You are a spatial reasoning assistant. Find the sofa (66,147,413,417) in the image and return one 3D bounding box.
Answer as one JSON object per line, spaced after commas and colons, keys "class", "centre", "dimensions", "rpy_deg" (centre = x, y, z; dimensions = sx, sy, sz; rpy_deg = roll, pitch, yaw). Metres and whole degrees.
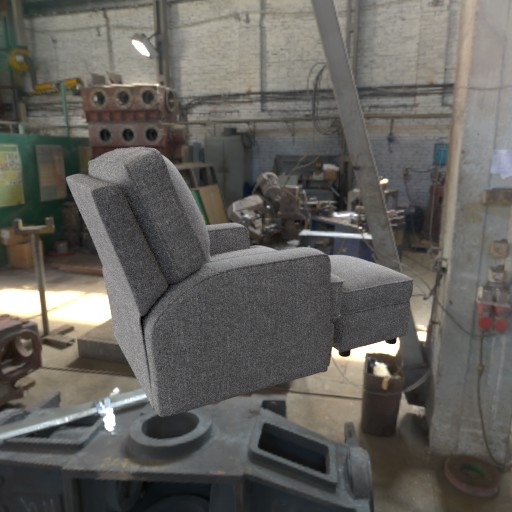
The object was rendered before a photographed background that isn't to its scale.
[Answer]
{"class": "sofa", "centre": [0.000, 0.000, 2.017], "dimensions": [1.472, 0.959, 0.861], "rpy_deg": [-7, 15, -27]}
